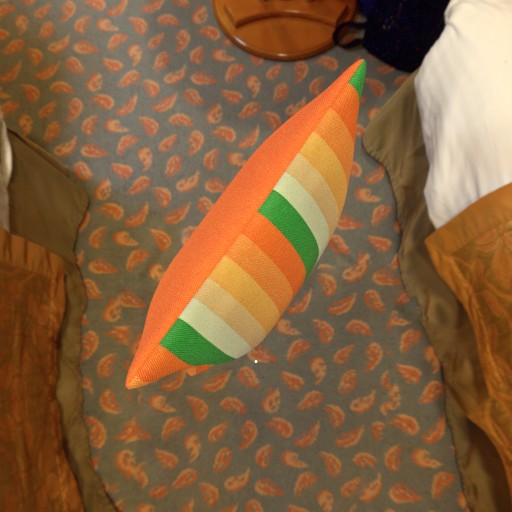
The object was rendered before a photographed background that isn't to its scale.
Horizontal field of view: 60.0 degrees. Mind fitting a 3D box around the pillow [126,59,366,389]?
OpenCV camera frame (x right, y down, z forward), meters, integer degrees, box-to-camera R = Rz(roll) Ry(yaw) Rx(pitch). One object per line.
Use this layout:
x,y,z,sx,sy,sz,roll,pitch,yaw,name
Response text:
0.000,0.000,0.695,0.169,0.444,0.453,34,79,8,pillow
